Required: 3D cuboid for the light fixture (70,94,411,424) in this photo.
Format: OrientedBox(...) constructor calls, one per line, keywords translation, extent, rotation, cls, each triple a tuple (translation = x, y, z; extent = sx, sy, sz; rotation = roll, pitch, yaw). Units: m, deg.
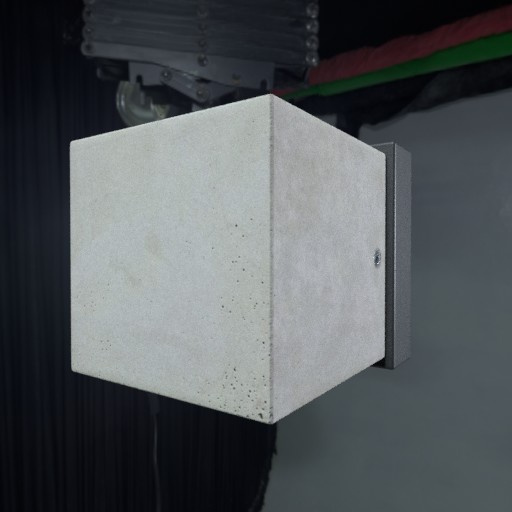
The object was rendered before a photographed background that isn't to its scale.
OrientedBox(translation=(0.000, 0.000, 0.233), extent=(0.121, 0.121, 0.143), rotation=(1, 1, 35), cls="light fixture")
